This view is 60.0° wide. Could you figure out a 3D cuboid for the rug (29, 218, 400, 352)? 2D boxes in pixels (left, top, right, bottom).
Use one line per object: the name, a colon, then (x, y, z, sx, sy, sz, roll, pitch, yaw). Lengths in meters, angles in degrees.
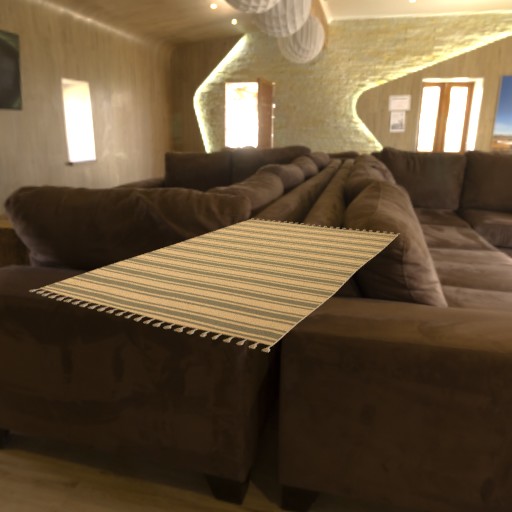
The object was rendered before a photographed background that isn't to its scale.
rug: (0.000, 0.000, 2.590, 1.222, 0.009, 2.084, 8, 17, 28)
